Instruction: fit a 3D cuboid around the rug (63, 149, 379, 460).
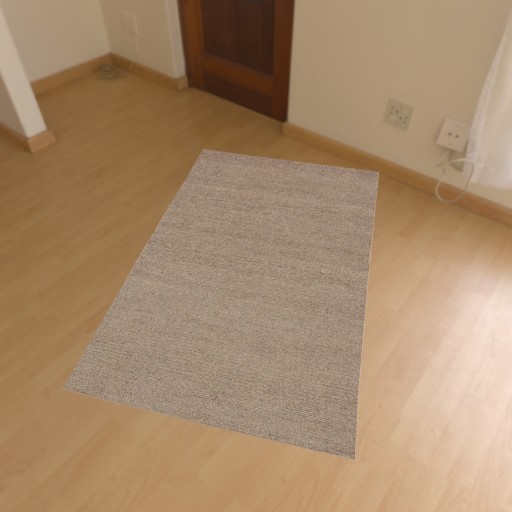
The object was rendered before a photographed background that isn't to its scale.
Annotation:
[{"bbox_3d":[0.000,0.000,2.264,1.154,0.021,1.792,10,47,9],"label":"rug"}]
